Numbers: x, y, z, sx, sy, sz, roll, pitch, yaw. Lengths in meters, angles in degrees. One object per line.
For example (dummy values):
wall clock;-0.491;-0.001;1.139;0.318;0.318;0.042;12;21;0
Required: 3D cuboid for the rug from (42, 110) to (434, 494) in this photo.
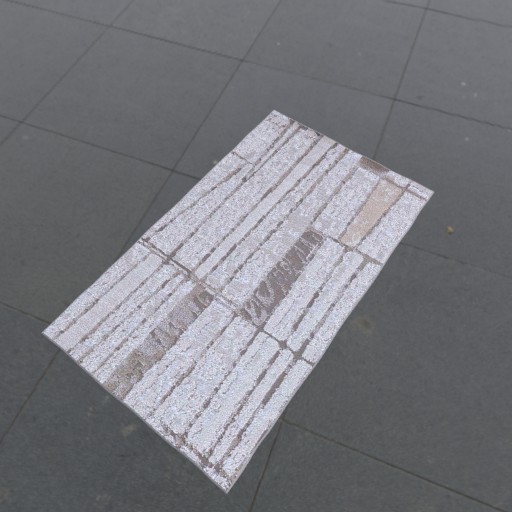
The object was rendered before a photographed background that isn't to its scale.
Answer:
rug;0.000;0.000;1.055;0.515;0.007;0.867;33;65;18
